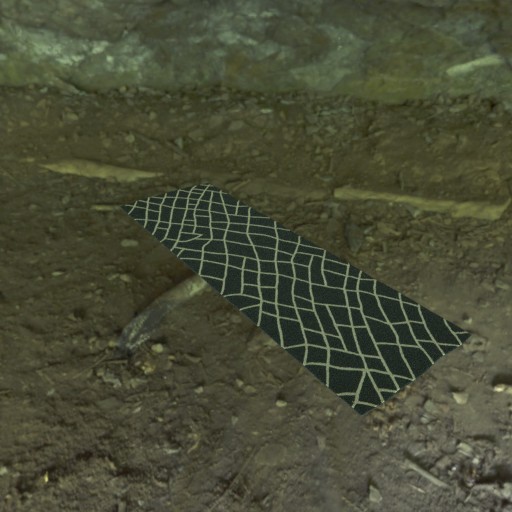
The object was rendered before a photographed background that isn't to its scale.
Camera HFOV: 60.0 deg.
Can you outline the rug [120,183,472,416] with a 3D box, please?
[{"bbox_3d":[0.000,0.000,2.795,0.807,0.010,2.476,-21,37,-31],"label":"rug"}]
